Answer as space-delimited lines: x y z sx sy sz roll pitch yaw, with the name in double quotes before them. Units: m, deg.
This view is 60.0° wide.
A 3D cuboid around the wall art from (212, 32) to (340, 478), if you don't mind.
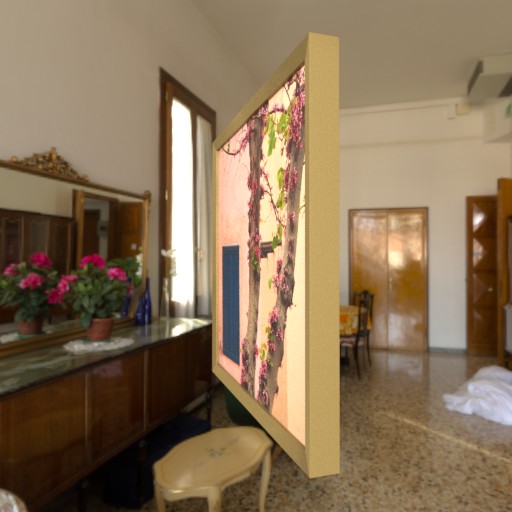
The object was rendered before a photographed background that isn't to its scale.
"wall art" 0.000 0.000 0.751 0.038 0.508 0.507 0 0 -18
